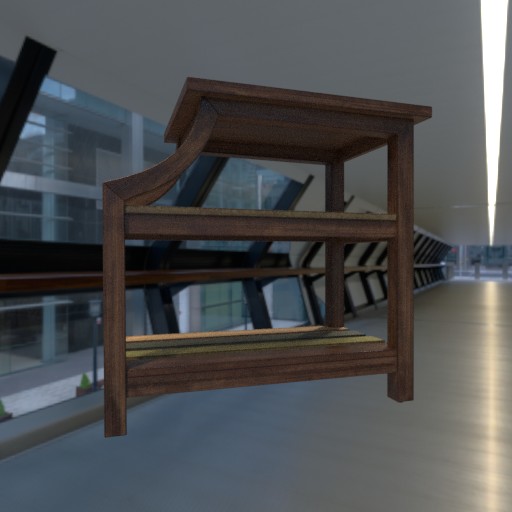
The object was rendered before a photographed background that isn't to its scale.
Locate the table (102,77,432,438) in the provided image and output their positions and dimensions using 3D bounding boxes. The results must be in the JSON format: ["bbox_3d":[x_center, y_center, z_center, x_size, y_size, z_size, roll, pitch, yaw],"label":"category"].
[{"bbox_3d":[0.000,0.000,0.942,0.609,0.584,0.356,0,0,-18],"label":"table"}]
